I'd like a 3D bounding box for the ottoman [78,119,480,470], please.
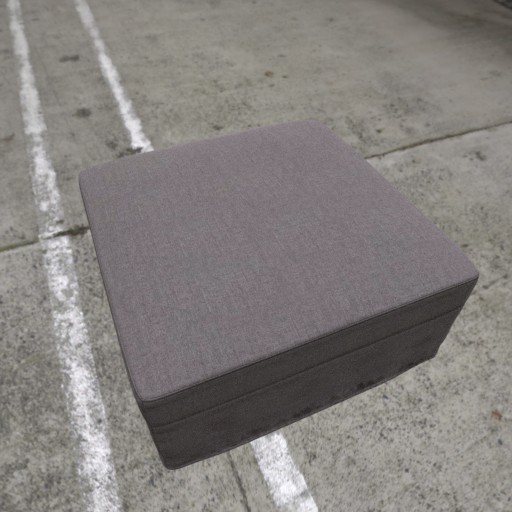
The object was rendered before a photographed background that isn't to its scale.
[{"bbox_3d":[0.000,0.000,1.304,0.843,0.436,0.840,-17,48,-16],"label":"ottoman"}]
